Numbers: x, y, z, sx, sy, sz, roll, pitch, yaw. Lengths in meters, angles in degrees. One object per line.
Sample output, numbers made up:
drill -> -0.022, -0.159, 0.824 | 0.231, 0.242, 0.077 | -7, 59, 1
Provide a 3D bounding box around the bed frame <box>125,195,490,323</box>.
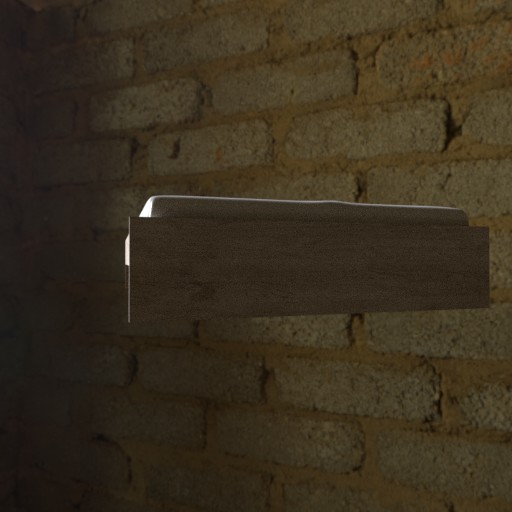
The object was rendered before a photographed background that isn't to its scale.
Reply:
bed frame -> 0.000, 0.000, 2.612 | 1.490, 0.462, 1.950 | 0, -1, -18
